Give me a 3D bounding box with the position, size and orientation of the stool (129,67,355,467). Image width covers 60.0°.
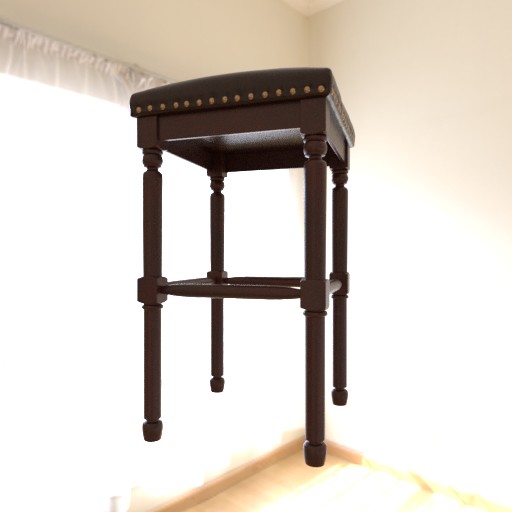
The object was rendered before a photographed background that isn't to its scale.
[{"bbox_3d":[0.000,0.000,0.951,0.383,0.702,0.382,0,0,18],"label":"stool"}]
